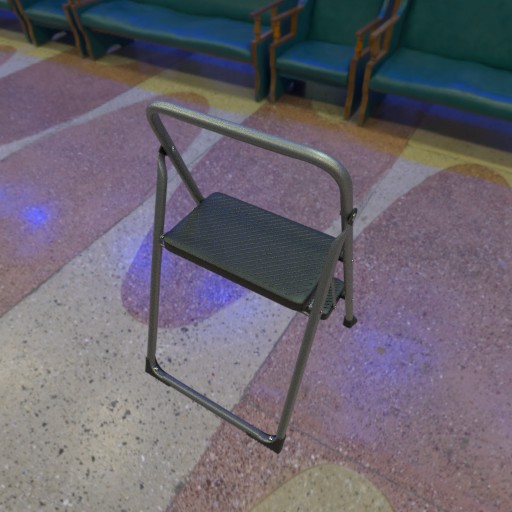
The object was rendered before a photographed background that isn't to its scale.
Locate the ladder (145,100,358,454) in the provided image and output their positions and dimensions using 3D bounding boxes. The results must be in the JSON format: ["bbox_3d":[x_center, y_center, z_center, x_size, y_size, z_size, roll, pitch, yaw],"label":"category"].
[{"bbox_3d":[0.000,0.000,1.003,0.430,0.720,0.472,24,50,21],"label":"ladder"}]
